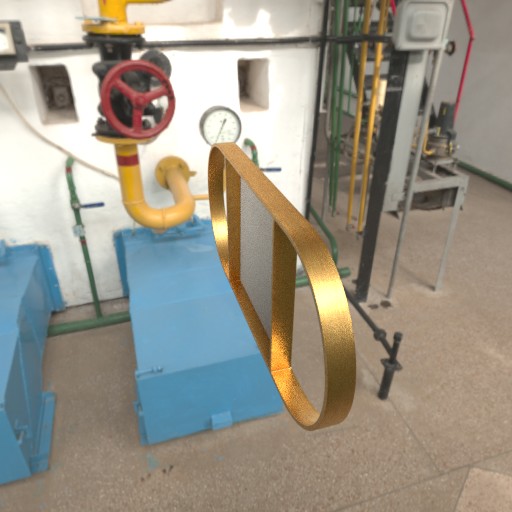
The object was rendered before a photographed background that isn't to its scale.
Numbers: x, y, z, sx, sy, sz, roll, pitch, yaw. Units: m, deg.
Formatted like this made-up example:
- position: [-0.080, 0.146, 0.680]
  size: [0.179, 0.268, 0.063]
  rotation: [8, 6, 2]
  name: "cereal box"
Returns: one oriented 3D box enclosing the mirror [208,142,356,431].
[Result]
- position: [0.000, 0.000, 0.683]
  size: [0.032, 0.254, 0.584]
  rotation: [-9, 31, -14]
  name: "mirror"
